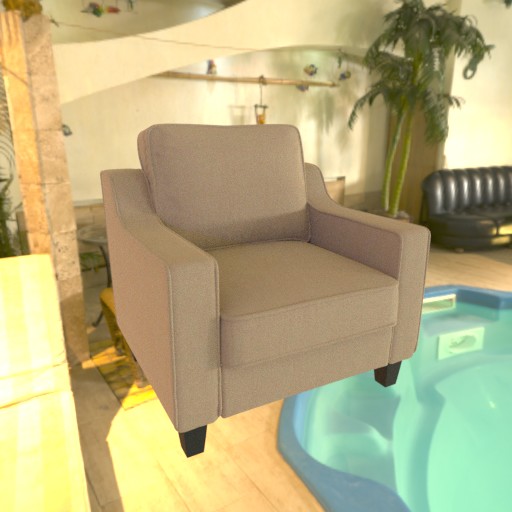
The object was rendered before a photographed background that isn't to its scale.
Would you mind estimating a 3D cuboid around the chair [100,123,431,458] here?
[{"bbox_3d":[0.000,0.000,1.653,0.922,0.948,0.882,-8,18,-27],"label":"chair"}]
